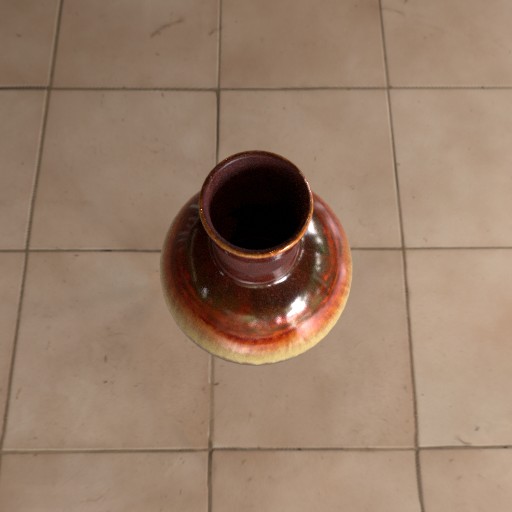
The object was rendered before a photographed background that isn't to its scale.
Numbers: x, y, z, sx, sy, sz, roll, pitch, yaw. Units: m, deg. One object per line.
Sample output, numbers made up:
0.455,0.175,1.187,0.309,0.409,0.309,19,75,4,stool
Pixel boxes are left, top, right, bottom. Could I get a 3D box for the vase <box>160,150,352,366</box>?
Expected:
0.000,0.000,0.232,0.111,0.154,0.111,0,75,0,vase
